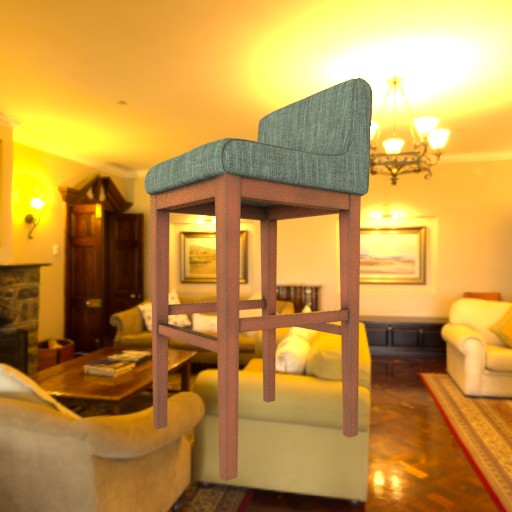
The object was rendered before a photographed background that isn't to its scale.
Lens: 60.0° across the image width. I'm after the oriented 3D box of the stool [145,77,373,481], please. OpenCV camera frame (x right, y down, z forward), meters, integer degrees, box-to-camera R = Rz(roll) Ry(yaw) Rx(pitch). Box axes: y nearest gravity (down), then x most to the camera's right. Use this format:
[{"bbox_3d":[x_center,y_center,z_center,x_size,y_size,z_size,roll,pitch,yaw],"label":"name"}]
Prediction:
[{"bbox_3d":[0.000,0.000,1.230,0.499,0.965,0.426,0,0,-36],"label":"stool"}]
